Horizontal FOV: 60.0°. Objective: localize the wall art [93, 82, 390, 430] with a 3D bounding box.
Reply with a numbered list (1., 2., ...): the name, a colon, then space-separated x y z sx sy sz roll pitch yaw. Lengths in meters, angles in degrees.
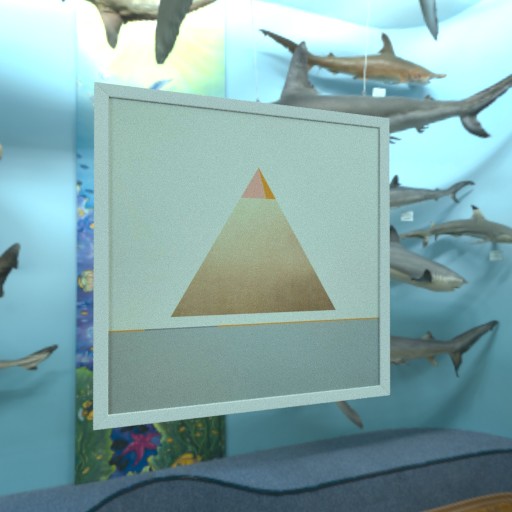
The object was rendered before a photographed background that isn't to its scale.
1. wall art: 0.000 0.000 1.117 0.768 0.765 0.041 0 -1 -19
